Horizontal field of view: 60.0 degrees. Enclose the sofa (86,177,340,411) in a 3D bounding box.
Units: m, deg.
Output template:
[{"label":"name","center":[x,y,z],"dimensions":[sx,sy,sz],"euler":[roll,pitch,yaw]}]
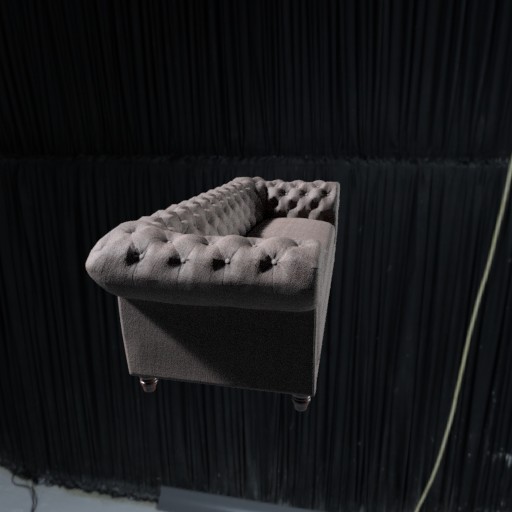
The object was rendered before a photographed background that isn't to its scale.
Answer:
[{"label":"sofa","center":[0.000,0.000,2.771],"dimensions":[0.944,0.787,2.385],"euler":[3,16,11]}]
